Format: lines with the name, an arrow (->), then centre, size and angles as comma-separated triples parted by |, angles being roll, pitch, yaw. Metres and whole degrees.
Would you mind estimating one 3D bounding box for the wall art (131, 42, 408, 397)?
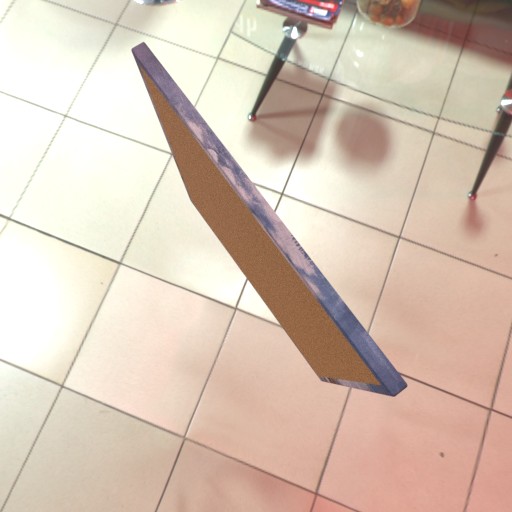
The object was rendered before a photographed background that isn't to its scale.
wall art -> 0.000, 0.000, 1.489 | 0.040, 1.020, 1.010 | -35, 79, -8
